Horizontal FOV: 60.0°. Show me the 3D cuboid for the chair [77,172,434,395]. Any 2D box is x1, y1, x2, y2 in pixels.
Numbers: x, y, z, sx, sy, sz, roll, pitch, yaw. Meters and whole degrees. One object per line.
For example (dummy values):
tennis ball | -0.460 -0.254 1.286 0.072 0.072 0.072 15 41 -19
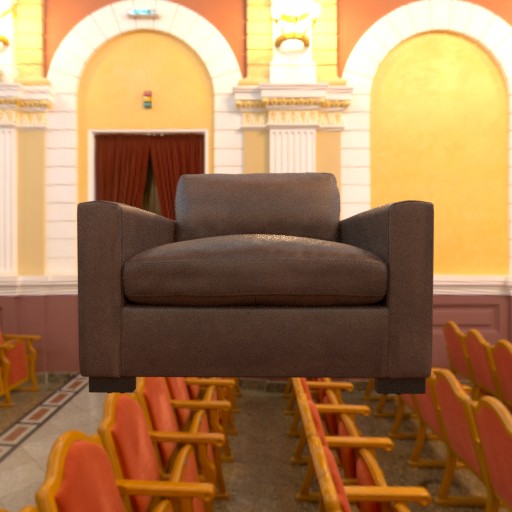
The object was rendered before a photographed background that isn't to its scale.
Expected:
chair | 0.000 0.000 1.806 1.100 0.812 1.069 0 1 1
